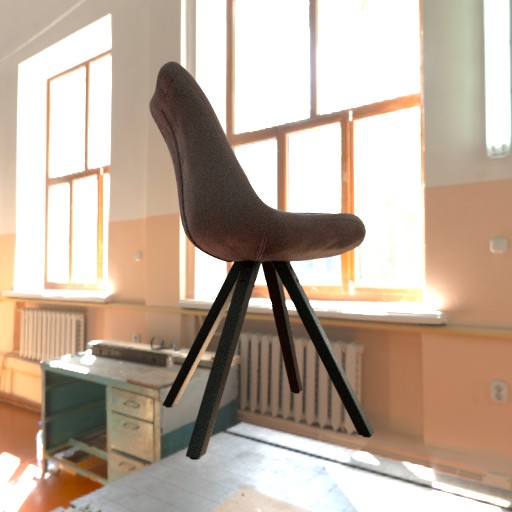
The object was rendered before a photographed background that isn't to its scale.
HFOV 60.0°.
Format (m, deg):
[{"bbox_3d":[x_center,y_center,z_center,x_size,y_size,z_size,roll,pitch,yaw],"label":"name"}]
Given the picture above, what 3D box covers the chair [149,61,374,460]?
[{"bbox_3d":[0.000,0.000,1.190,0.547,0.865,0.483,1,-2,-19],"label":"chair"}]
